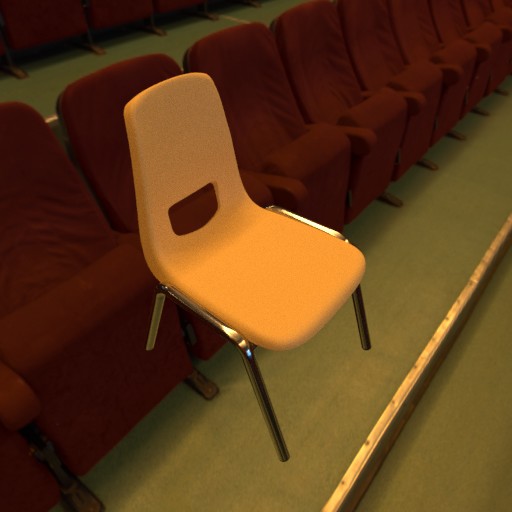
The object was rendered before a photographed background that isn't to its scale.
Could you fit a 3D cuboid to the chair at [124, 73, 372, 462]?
[{"bbox_3d":[0.000,0.000,0.852,0.423,0.586,0.354,28,48,28],"label":"chair"}]
